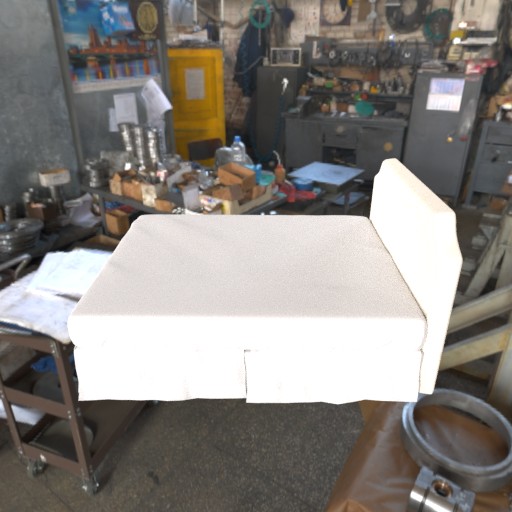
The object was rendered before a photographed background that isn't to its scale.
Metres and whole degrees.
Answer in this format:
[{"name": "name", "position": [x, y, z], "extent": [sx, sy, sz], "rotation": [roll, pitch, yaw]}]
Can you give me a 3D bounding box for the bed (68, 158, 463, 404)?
[{"name": "bed", "position": [0.000, 0.000, 3.623], "extent": [2.498, 1.293, 1.977], "rotation": [0, 26, 1]}]
